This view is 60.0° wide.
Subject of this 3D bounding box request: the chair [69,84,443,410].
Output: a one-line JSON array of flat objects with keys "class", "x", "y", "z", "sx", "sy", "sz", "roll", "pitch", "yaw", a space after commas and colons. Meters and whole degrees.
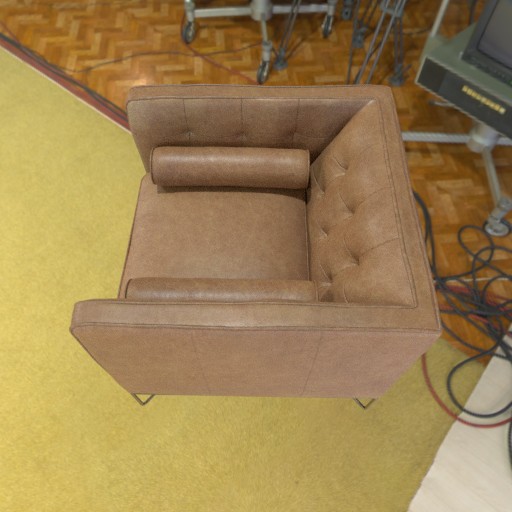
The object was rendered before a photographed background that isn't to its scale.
[{"class": "chair", "x": 0.000, "y": 0.000, "z": 1.600, "sx": 0.912, "sy": 0.797, "sz": 0.920, "roll": 1, "pitch": 59, "yaw": 1}]
